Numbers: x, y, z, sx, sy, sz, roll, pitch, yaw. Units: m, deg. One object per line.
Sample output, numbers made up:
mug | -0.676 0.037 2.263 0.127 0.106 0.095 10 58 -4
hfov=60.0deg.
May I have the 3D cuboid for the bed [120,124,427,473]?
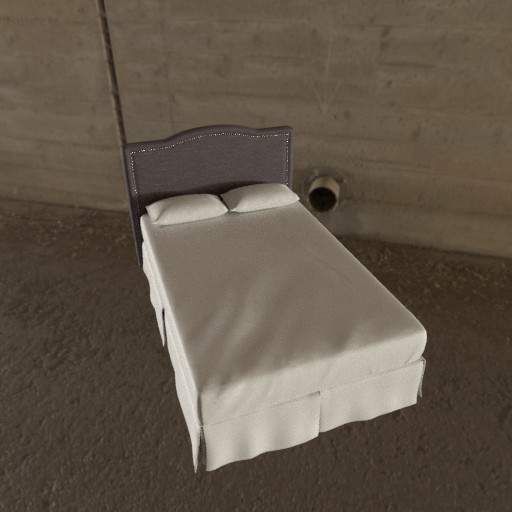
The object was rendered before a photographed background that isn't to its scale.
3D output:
bed | 0.000 0.000 3.603 1.741 1.441 2.507 -11 35 -17
